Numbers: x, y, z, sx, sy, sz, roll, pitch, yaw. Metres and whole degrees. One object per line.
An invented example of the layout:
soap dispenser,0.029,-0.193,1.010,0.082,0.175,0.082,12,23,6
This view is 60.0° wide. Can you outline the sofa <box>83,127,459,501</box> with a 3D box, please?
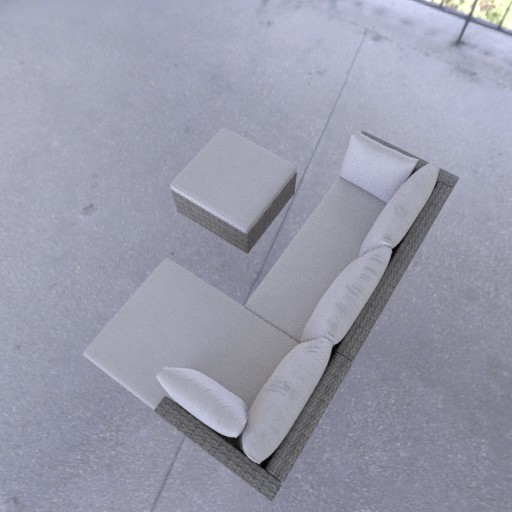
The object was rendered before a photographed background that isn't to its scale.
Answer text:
sofa,0.000,0.000,2.842,1.662,0.766,2.192,31,67,15
